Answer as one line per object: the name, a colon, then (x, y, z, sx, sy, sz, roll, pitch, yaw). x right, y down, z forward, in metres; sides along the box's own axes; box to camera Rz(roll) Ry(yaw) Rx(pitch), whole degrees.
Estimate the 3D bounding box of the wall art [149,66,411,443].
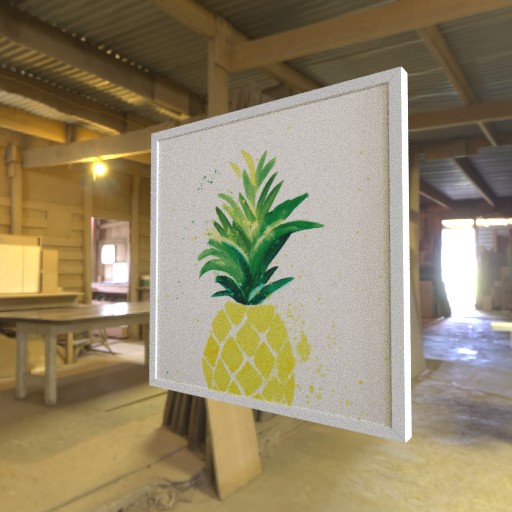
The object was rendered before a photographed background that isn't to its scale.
wall art: (0.000, 0.000, 1.134, 0.763, 0.761, 0.038, -1, -2, 36)
